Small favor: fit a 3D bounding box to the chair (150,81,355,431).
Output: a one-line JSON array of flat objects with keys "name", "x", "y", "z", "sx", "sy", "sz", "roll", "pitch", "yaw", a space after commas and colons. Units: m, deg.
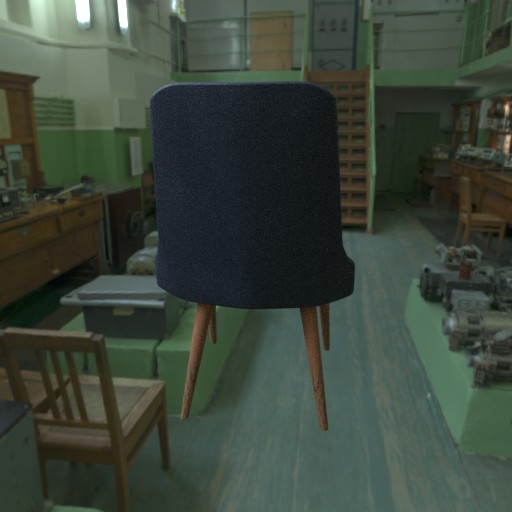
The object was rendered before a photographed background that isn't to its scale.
[{"name": "chair", "x": 0.000, "y": 0.000, "z": 1.173, "sx": 0.504, "sy": 0.820, "sz": 0.567, "roll": 2, "pitch": 17, "yaw": 7}]
